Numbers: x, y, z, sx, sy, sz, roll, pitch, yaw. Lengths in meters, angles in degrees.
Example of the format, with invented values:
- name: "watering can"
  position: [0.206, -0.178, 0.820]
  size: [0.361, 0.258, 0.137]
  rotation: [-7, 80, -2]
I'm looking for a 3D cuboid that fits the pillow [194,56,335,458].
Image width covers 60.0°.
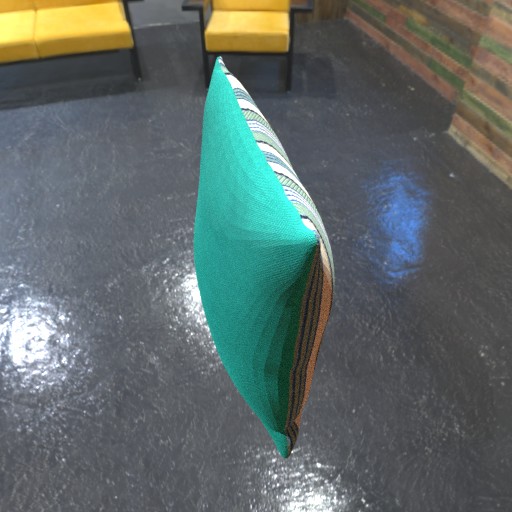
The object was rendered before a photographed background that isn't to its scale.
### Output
- name: "pillow"
  position: [0.000, 0.000, 0.665]
  size: [0.182, 0.441, 0.440]
  rotation: [-10, 46, -10]
